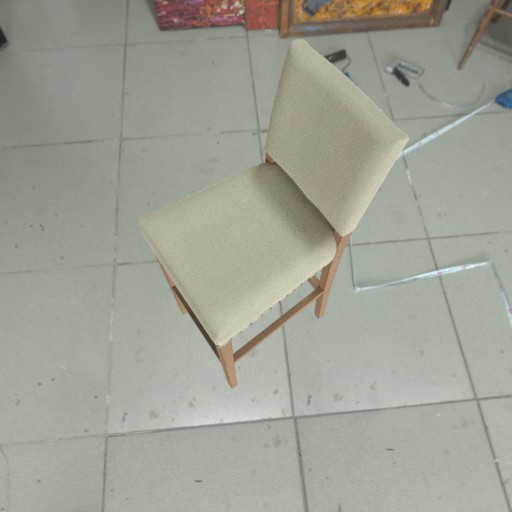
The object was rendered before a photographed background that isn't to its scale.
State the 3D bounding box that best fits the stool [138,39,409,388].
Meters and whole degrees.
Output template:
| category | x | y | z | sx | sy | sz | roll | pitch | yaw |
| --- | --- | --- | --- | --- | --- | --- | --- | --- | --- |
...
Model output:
| category | x | y | z | sx | sy | sz | roll | pitch | yaw |
| --- | --- | --- | --- | --- | --- | --- | --- | --- | --- |
| stool | 0.000 | 0.000 | 1.425 | 0.546 | 1.143 | 0.428 | -32 | 68 | -14 |
